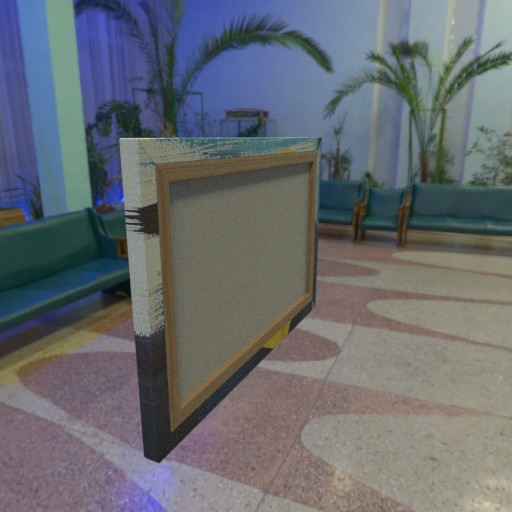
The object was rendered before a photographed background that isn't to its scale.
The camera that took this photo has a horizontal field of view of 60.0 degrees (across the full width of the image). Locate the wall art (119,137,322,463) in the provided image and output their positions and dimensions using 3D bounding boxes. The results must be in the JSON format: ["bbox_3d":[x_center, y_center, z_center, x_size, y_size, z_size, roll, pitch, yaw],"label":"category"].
[{"bbox_3d":[0.000,0.000,1.183,0.039,0.610,0.914,7,17,26],"label":"wall art"}]
